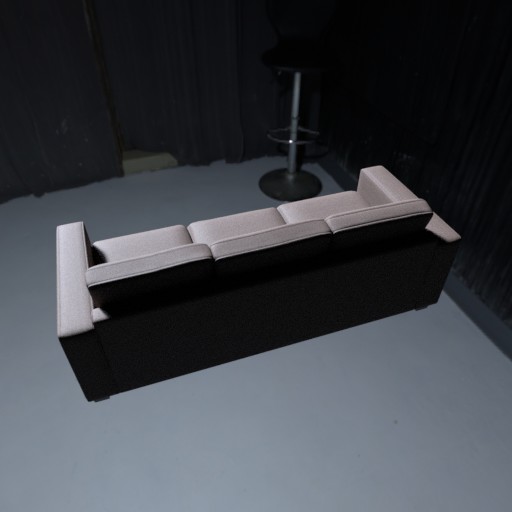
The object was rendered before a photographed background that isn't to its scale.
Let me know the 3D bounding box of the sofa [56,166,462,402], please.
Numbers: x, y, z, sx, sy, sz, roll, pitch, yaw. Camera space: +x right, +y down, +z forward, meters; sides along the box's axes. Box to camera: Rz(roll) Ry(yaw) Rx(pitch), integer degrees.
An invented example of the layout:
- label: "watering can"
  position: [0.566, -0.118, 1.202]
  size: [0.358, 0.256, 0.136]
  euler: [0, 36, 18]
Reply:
- label: "sofa"
  position: [0.000, 0.000, 2.640]
  size: [2.160, 0.806, 0.900]
  euler: [-13, 43, -14]
